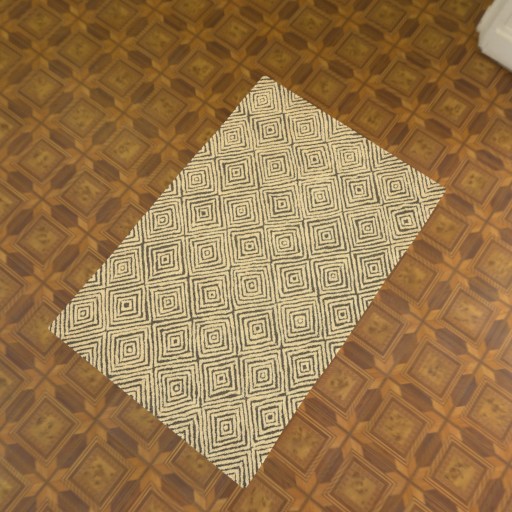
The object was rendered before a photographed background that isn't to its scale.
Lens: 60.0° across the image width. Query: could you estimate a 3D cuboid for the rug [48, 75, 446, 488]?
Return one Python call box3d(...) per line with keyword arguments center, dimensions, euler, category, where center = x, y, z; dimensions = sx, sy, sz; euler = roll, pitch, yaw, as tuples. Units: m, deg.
box3d(center=(0.000, 0.000, 2.202), dimensions=(1.177, 0.004, 1.750), euler=(35, 77, 9), category="rug")
